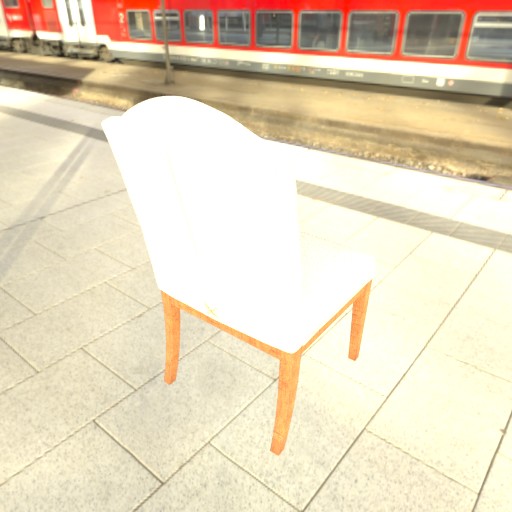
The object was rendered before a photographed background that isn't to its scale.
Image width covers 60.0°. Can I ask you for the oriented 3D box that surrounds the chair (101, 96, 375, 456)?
[{"bbox_3d":[0.000,0.000,1.363,0.534,1.012,0.648,21,36,32],"label":"chair"}]
